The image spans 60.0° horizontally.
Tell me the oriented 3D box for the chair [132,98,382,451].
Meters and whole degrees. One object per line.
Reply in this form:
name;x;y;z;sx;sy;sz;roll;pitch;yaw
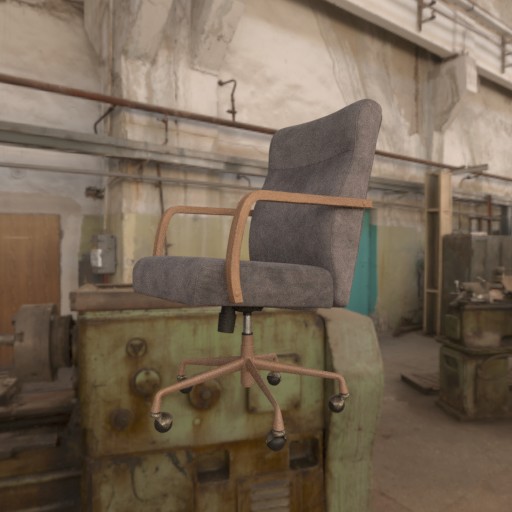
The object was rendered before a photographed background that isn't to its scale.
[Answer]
chair;0.000;0.000;1.478;0.741;1.029;0.640;-1;1;-34
